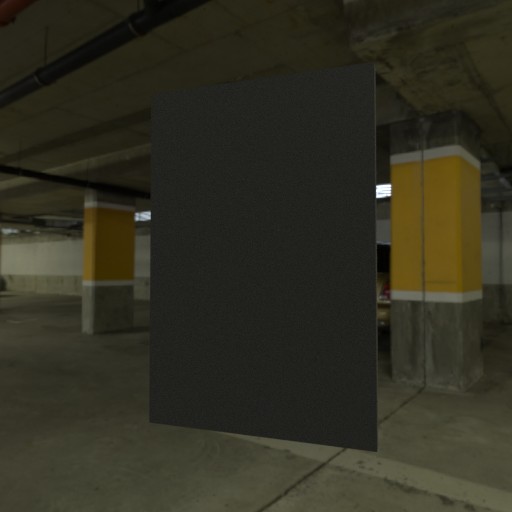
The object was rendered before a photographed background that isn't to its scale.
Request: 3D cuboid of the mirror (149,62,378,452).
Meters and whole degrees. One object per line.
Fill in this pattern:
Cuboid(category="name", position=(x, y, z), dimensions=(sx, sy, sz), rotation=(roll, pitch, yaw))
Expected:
Cuboid(category="mirror", position=(0.000, 0.000, 1.154), dimensions=(0.606, 0.912, 0.044), rotation=(-1, -2, 19))
